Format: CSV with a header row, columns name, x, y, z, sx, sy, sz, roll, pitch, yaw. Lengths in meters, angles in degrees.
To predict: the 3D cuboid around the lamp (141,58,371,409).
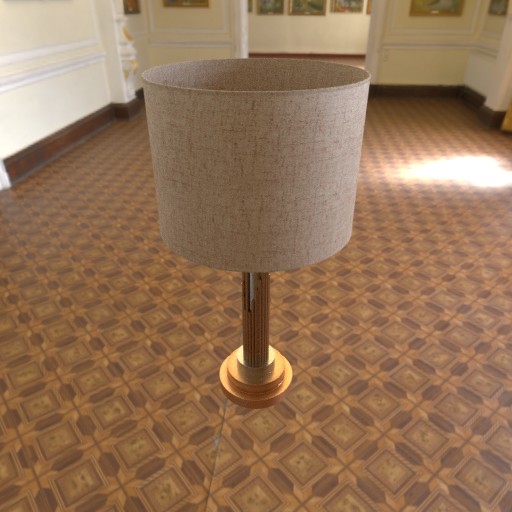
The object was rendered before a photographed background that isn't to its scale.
name,x,y,z,sx,sy,sz,roll,pitch,yaw
lamp,0.000,0.000,0.786,0.321,0.610,0.321,10,32,16
